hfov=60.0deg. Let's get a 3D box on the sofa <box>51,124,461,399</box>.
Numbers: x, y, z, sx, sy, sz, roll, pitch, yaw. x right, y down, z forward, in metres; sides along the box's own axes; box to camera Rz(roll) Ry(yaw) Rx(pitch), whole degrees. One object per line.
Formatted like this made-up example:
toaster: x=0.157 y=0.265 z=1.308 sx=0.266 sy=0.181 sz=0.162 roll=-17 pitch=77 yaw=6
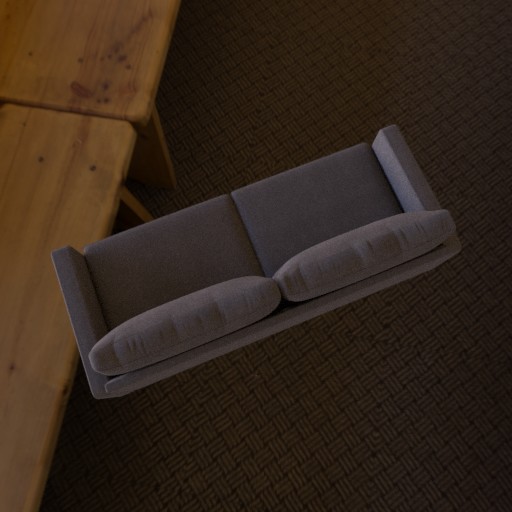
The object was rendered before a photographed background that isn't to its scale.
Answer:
sofa: x=0.000 y=0.000 z=2.596 sx=2.100 sy=0.880 sz=0.880 roll=-21 pitch=76 yaw=-6
